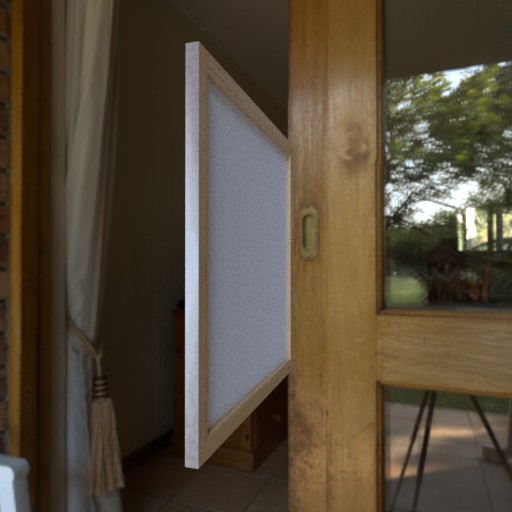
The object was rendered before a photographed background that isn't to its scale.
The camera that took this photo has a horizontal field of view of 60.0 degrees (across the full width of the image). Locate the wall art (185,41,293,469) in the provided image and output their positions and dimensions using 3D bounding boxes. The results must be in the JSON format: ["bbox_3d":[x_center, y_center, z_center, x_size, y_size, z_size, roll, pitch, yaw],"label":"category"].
[{"bbox_3d":[0.000,0.000,1.156,0.027,0.762,0.762,0,-1,18],"label":"wall art"}]
